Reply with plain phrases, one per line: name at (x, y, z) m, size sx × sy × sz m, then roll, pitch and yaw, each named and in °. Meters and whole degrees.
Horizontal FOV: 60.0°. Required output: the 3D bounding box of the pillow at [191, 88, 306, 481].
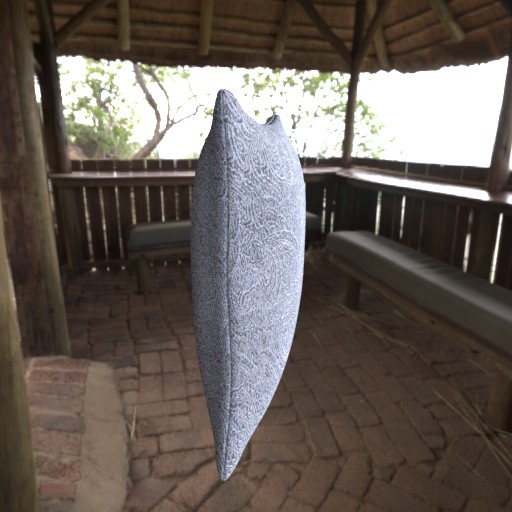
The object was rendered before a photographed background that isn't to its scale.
pillow at (0.000, 0.000, 0.792) m, size 0.166 × 0.510 × 0.523 m, roll 2°, pitch 15°, yaw 9°
